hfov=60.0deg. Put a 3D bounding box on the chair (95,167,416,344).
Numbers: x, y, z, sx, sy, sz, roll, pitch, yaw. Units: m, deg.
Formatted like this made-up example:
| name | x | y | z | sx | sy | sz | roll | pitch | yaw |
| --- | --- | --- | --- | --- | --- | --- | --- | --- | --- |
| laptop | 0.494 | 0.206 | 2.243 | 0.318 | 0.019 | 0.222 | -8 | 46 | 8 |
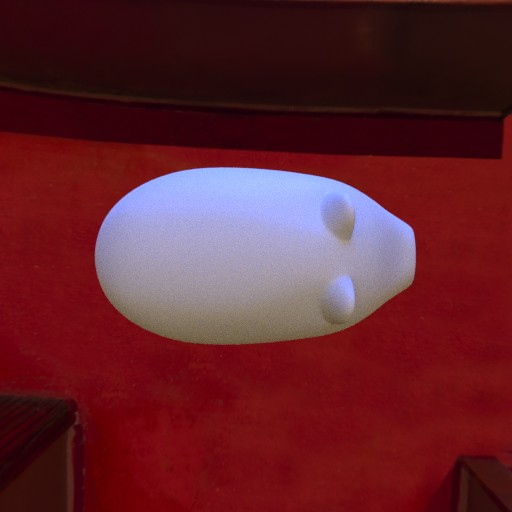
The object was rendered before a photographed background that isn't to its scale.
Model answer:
| name | x | y | z | sx | sy | sz | roll | pitch | yaw |
| --- | --- | --- | --- | --- | --- | --- | --- | --- | --- |
| chair | 0.000 | 0.000 | 0.867 | 0.619 | 0.423 | 0.364 | 0 | 91 | 0 |
